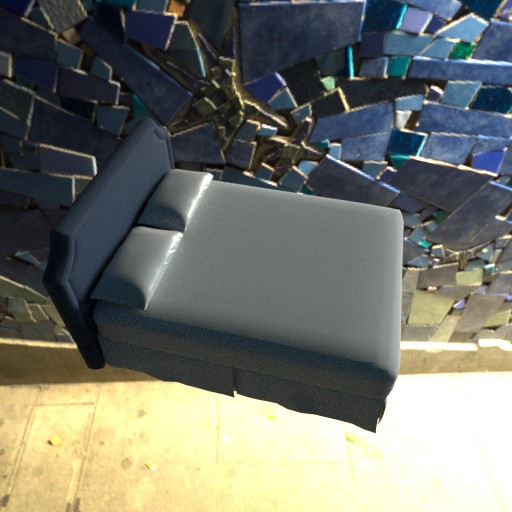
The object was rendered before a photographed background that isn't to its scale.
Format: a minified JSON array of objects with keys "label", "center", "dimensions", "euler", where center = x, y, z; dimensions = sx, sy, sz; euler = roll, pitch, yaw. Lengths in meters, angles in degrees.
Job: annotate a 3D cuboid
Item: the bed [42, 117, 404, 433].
[{"label":"bed","center":[0.000,0.000,3.400],"dimensions":[2.260,1.297,1.831],"euler":[10,48,9]}]
